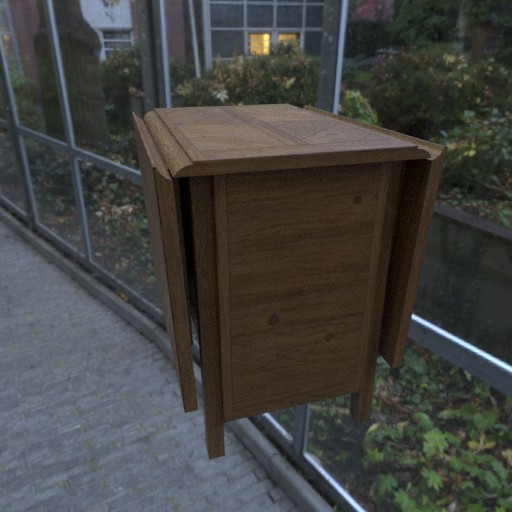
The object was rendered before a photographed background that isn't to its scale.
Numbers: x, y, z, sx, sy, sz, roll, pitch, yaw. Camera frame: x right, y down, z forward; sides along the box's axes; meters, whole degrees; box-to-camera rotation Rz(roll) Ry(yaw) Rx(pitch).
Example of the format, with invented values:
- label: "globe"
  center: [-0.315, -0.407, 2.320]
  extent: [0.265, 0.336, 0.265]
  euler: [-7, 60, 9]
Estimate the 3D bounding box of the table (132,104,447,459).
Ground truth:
- label: "table"
  center: [0.000, 0.000, 1.311]
  extent: [0.591, 0.763, 0.746]
  euler: [-7, 26, -15]
